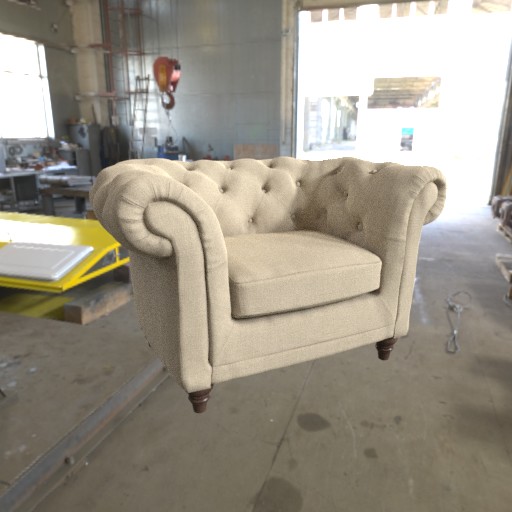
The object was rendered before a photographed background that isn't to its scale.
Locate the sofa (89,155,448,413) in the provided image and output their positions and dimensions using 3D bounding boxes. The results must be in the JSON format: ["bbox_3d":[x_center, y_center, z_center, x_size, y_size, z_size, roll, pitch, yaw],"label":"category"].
[{"bbox_3d":[0.000,0.000,2.057,1.405,0.878,1.034,-8,17,-25],"label":"sofa"}]
